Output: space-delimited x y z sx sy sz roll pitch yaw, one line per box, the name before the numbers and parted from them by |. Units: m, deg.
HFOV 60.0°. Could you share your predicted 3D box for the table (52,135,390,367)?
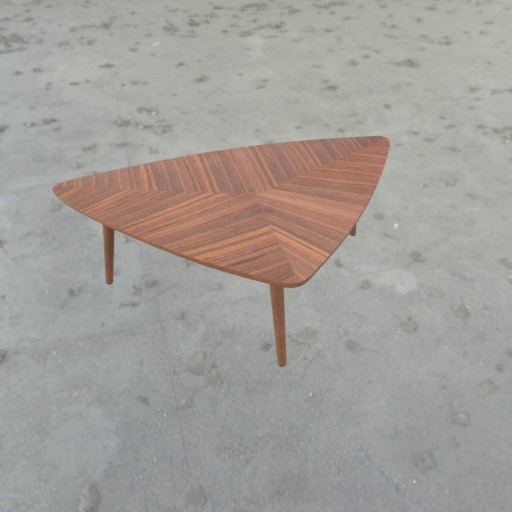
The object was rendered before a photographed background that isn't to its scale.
table | 0.000 0.000 1.259 1.008 0.365 0.601 -11 43 -12
